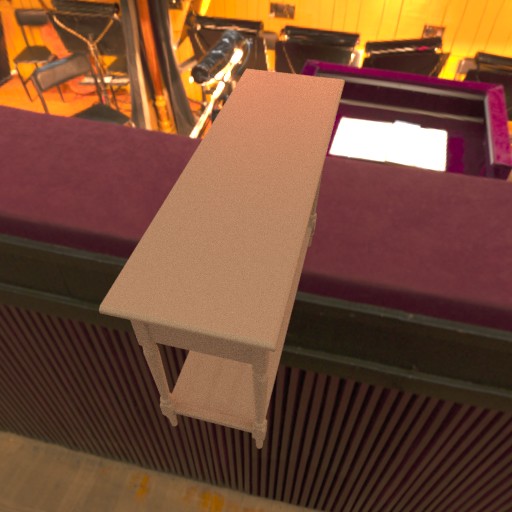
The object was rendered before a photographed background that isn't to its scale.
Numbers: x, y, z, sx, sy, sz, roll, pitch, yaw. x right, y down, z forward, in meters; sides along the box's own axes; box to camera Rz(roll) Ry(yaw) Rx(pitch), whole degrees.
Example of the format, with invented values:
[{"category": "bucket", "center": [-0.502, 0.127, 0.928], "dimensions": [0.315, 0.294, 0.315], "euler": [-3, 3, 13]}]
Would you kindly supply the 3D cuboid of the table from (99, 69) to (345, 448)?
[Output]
[{"category": "table", "center": [0.000, 0.000, 1.590], "dimensions": [0.384, 0.808, 1.197], "euler": [11, 48, 10]}]
